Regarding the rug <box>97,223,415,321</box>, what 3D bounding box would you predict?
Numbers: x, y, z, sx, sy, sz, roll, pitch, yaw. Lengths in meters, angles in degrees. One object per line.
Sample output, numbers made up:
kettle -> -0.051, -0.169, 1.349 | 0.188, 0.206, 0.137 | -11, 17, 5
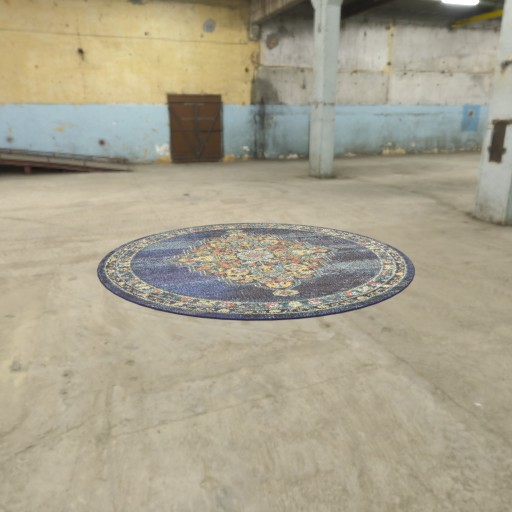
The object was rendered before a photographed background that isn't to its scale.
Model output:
rug -> 0.000, 0.000, 3.515 | 2.386, 0.014, 2.386 | 0, 17, 0
